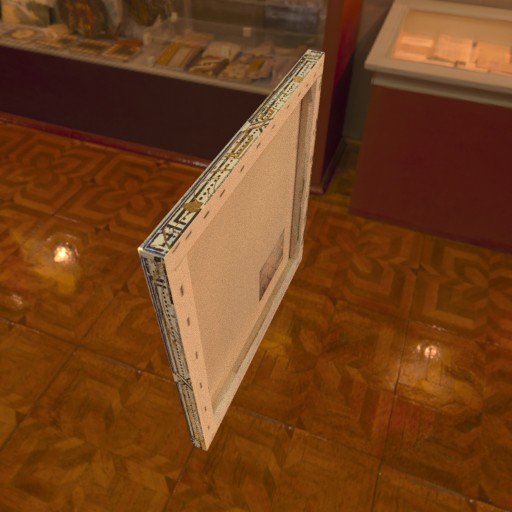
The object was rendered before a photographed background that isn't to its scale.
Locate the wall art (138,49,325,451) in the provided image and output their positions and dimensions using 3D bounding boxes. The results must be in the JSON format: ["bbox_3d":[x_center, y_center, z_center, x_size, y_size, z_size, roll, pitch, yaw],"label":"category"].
[{"bbox_3d":[0.000,0.000,0.918,0.036,0.607,0.609,18,49,16],"label":"wall art"}]
